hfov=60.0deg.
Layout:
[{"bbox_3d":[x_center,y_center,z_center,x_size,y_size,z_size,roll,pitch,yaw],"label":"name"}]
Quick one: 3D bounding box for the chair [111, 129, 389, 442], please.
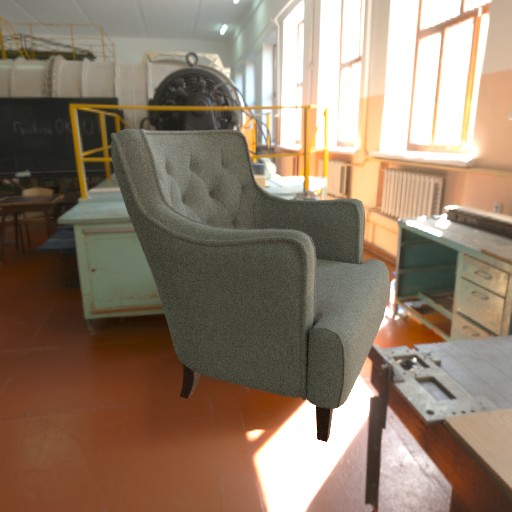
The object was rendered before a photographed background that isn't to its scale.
[{"bbox_3d":[0.000,0.000,1.645,0.910,0.920,0.820,7,17,24],"label":"chair"}]
